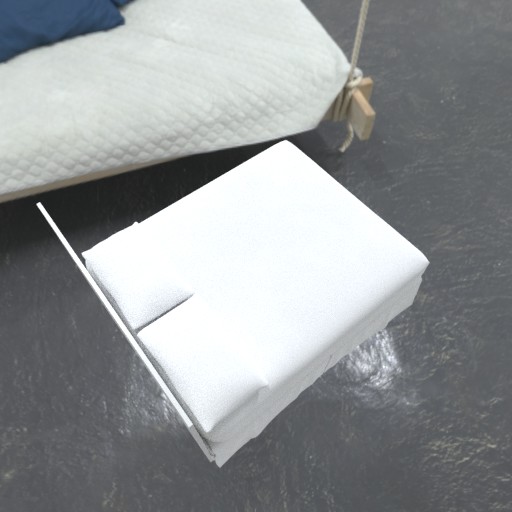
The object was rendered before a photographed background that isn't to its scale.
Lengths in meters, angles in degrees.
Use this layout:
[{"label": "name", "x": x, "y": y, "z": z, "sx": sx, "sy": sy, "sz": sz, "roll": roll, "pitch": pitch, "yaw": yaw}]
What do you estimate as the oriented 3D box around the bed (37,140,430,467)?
[{"label": "bed", "x": 0.000, "y": 0.000, "z": 3.206, "sx": 2.094, "sy": 1.335, "sz": 1.745, "roll": -34, "pitch": 64, "yaw": -19}]
